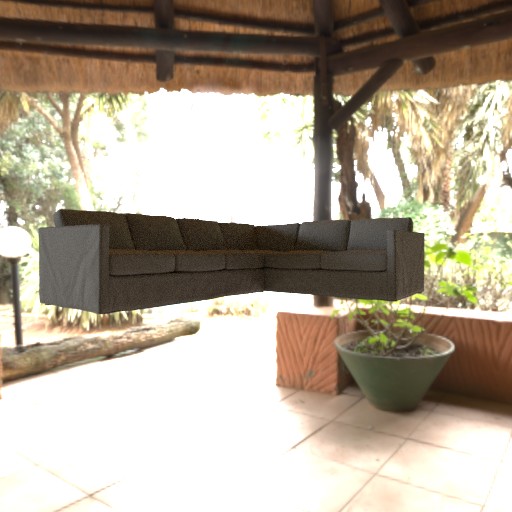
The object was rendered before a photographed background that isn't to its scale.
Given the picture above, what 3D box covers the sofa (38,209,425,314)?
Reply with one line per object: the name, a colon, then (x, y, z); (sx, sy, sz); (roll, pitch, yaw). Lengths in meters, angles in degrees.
sofa: (0.000, 0.000, 4.441); (2.432, 0.871, 3.182); (0, 1, 36)
